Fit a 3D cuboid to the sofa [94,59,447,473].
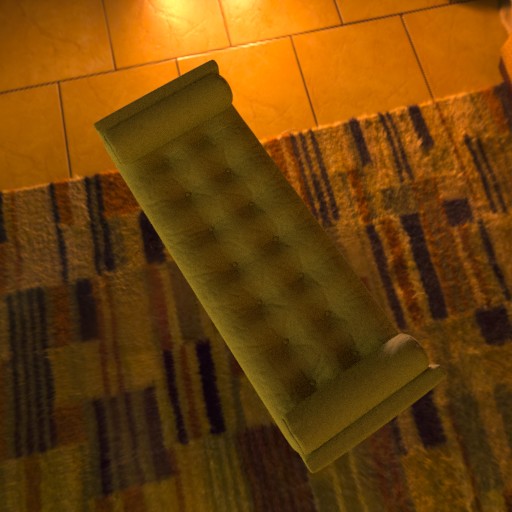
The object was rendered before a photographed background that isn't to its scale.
[{"bbox_3d":[0.000,0.000,2.506,0.796,0.705,2.102,-32,77,-8],"label":"sofa"}]
